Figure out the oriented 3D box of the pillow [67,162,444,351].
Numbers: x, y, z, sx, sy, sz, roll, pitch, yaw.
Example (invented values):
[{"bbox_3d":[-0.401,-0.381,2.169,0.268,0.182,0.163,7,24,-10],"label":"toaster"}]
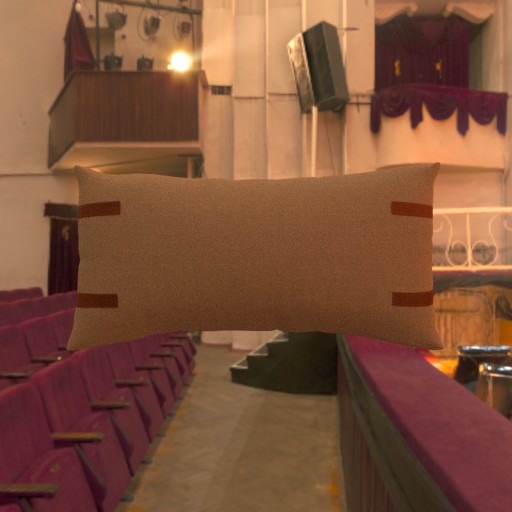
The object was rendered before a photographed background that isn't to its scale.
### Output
[{"bbox_3d":[0.000,0.000,0.722,0.612,0.308,0.148,0,-1,0],"label":"pillow"}]
